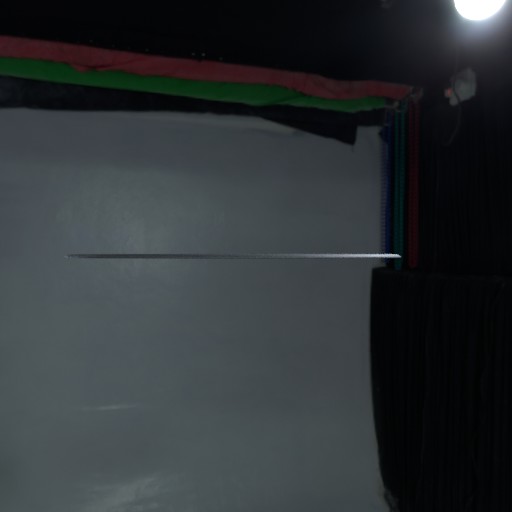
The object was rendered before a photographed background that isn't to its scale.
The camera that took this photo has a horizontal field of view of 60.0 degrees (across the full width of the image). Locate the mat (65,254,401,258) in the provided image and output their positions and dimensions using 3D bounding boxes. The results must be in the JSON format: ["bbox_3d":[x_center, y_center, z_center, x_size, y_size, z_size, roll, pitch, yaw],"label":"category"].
[{"bbox_3d":[0.000,0.000,1.865,1.525,0.016,0.917,0,0,-19],"label":"mat"}]
